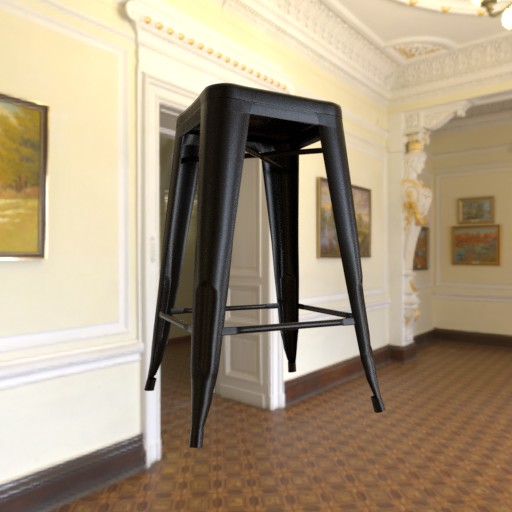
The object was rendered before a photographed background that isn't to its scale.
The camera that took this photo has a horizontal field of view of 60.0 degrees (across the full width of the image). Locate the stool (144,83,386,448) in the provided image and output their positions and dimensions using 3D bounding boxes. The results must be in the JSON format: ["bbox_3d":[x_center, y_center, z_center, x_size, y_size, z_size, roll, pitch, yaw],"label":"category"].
[{"bbox_3d":[0.000,0.000,0.936,0.455,0.609,0.423,0,0,-37],"label":"stool"}]
